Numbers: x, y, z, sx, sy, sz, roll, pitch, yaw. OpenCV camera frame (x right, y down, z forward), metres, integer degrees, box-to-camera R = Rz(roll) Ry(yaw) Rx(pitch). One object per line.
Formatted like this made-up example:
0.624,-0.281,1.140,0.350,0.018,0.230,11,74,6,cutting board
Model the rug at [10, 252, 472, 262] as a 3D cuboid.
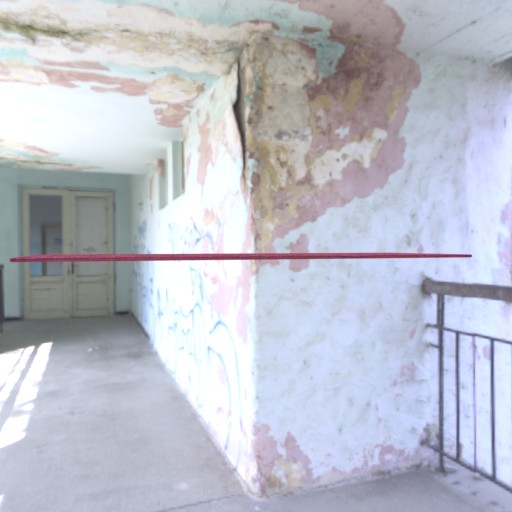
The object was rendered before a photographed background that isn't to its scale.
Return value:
0.000,0.000,2.612,2.439,0.018,0.813,0,1,-19,rug
